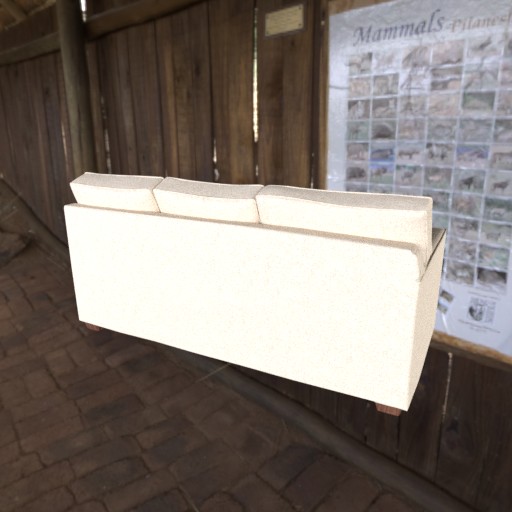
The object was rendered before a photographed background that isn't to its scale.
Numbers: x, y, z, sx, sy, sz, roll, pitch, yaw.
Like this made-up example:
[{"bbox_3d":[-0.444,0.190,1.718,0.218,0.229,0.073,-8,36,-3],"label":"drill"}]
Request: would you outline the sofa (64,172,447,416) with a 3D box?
[{"bbox_3d":[0.000,0.000,2.591,1.962,0.946,1.034,8,18,26],"label":"sofa"}]
